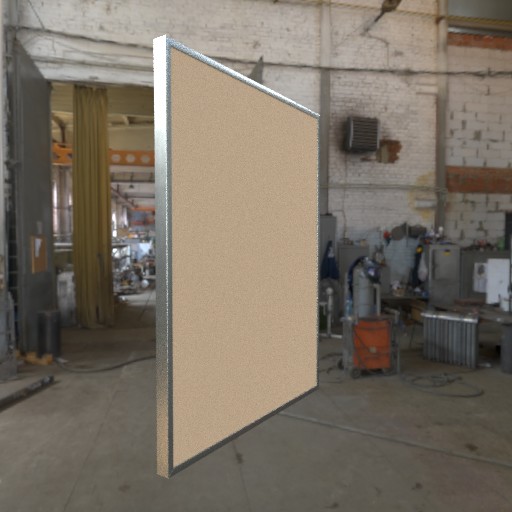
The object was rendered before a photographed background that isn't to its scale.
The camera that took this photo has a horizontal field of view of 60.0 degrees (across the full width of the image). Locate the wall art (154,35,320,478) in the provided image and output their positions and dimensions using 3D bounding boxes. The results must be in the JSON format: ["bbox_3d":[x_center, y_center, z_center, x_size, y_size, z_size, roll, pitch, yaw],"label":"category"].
[{"bbox_3d":[0.000,0.000,1.401,0.041,1.062,0.803,1,2,35],"label":"wall art"}]
